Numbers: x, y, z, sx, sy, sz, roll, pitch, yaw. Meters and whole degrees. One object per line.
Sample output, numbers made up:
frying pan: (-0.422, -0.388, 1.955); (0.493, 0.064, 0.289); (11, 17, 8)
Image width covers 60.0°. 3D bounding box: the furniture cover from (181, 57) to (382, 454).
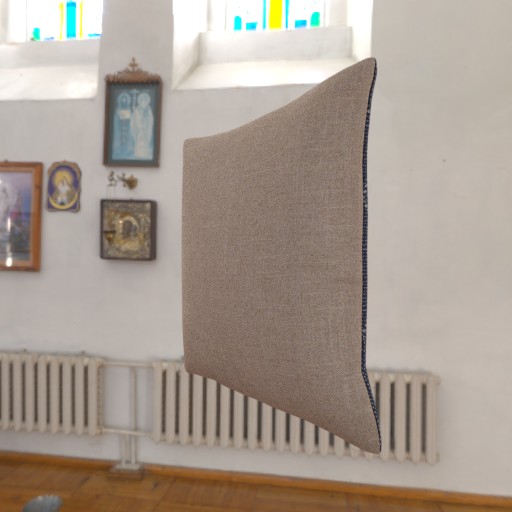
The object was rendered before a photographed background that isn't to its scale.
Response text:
furniture cover: (0.000, 0.000, 0.760); (0.162, 0.503, 0.511); (0, 0, -37)
